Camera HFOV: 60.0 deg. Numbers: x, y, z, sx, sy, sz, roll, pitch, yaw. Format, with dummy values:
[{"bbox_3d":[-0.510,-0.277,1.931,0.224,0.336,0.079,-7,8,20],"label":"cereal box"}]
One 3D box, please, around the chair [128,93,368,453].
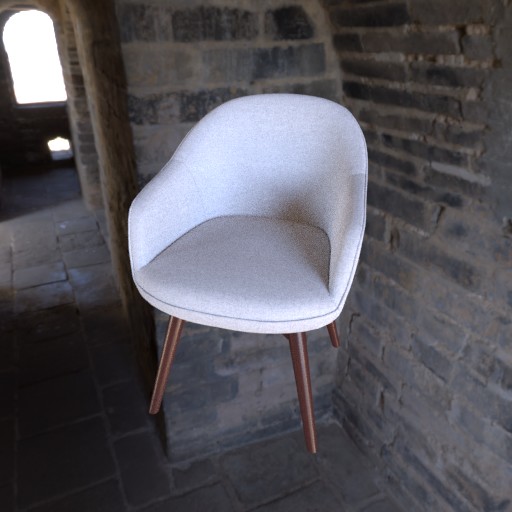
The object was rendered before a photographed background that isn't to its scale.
[{"bbox_3d":[0.000,0.000,1.269,0.596,0.823,0.635,8,27,15],"label":"chair"}]
